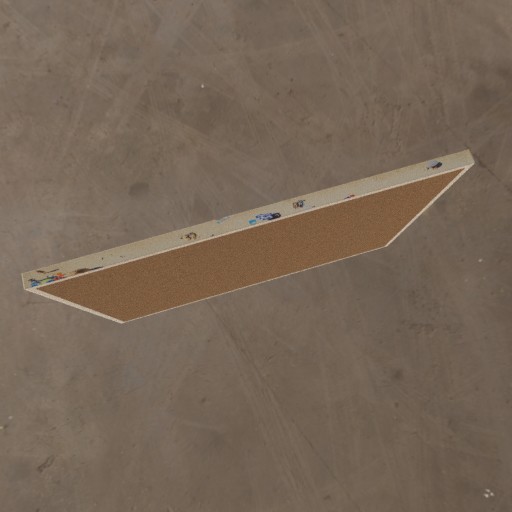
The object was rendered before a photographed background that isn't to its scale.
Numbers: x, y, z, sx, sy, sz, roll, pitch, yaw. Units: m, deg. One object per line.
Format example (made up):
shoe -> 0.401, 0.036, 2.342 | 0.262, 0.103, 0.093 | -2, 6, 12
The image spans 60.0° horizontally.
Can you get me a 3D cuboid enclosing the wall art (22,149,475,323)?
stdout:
wall art -> 0.000, 0.000, 1.446 | 1.136, 0.769, 0.040 | -16, 76, -4
